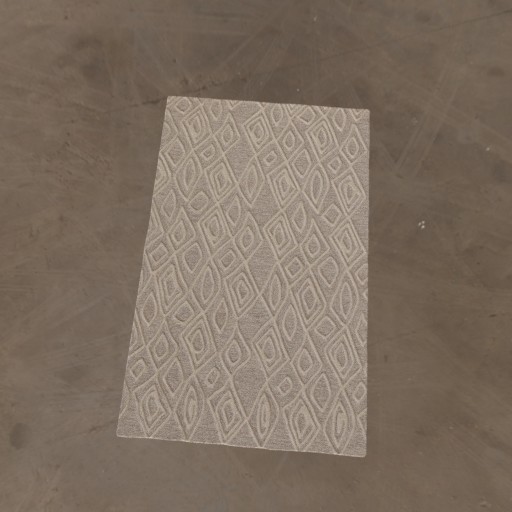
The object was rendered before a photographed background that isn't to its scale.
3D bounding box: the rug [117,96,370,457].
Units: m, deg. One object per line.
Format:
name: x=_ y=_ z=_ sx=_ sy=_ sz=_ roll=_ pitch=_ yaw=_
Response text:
rug: x=0.000 y=0.000 z=3.047 sx=1.546 sy=0.010 sz=2.442 roll=4 pitch=74 yaw=1
